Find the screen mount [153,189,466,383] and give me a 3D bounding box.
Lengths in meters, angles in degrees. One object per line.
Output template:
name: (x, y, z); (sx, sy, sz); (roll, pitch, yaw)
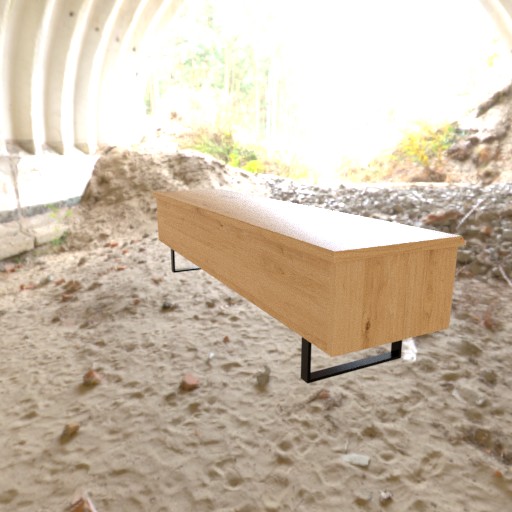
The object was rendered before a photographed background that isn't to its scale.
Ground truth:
screen mount: (0.000, 0.000, 1.911); (0.450, 0.430, 1.700); (-7, 15, -26)
